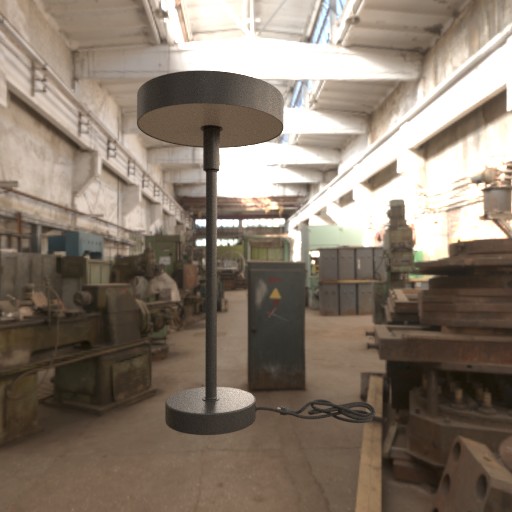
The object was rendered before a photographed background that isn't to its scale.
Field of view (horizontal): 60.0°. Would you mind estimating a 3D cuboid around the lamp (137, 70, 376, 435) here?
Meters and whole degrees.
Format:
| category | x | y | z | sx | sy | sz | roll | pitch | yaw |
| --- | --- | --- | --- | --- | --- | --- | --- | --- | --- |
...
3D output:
| category | x | y | z | sx | sy | sz | roll | pitch | yaw |
| --- | --- | --- | --- | --- | --- | --- | --- | --- | --- |
| lamp | 0.000 | 0.000 | 0.699 | 0.369 | 0.508 | 0.229 | 0 | -1 | 0 |
